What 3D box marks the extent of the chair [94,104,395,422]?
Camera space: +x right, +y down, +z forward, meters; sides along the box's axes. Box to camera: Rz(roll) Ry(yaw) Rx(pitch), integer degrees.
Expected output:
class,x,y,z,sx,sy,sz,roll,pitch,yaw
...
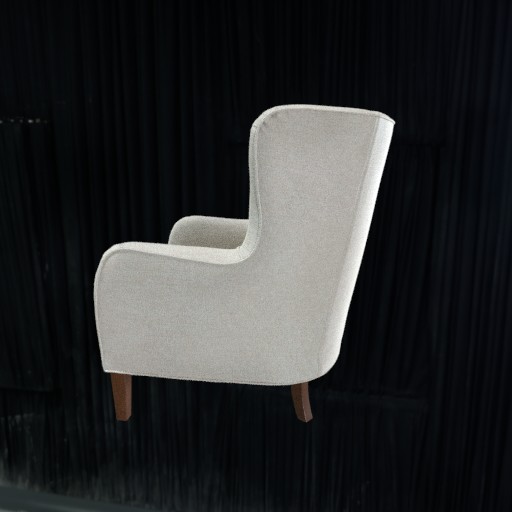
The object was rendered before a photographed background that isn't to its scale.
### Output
class,x,y,z,sx,sy,sz,roll,pitch,yaw
chair,0.000,0.000,1.732,0.966,1.040,0.838,2,13,8
